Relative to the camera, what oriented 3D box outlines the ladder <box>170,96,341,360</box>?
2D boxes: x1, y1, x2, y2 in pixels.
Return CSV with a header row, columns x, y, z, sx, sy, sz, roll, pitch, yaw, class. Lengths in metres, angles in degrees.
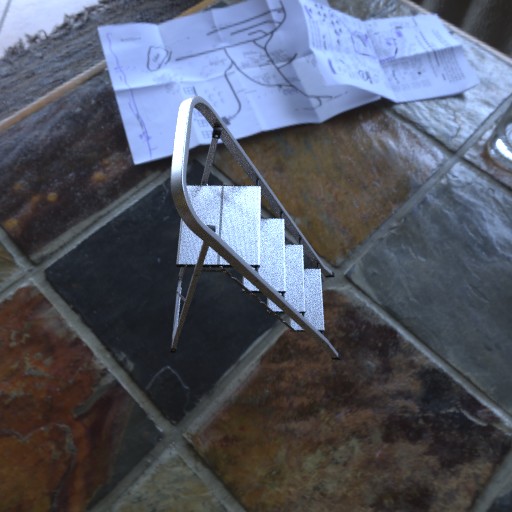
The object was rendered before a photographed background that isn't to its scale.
x,y,z,sx,sy,sz,roll,pitch,yaw,class
0.000,0.000,1.681,0.830,1.290,0.465,1,63,0,ladder
